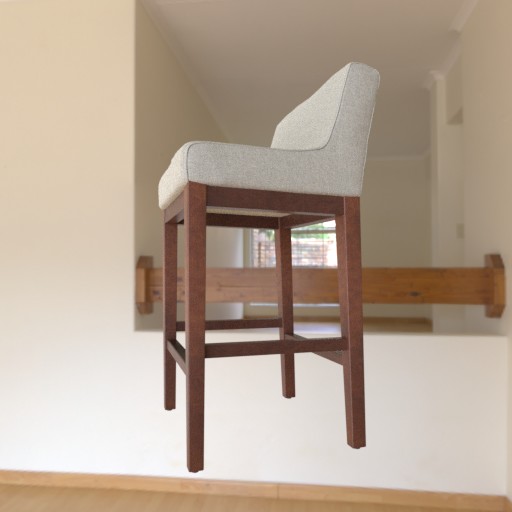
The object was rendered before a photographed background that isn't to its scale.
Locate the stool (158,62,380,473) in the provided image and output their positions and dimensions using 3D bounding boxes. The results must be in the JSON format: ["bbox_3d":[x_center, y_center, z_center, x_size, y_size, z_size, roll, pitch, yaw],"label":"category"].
[{"bbox_3d":[0.000,0.000,1.235,0.500,0.937,0.511,0,-1,-18],"label":"stool"}]
